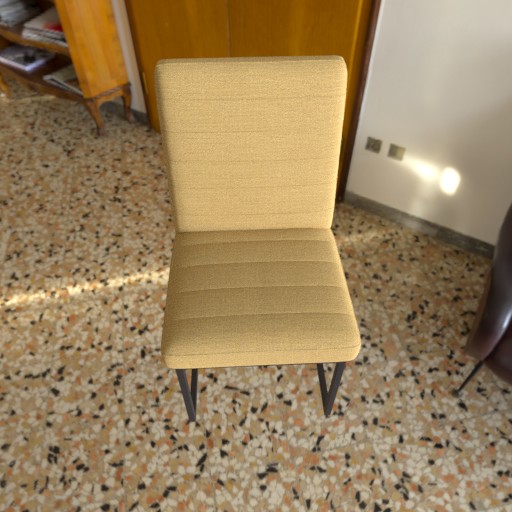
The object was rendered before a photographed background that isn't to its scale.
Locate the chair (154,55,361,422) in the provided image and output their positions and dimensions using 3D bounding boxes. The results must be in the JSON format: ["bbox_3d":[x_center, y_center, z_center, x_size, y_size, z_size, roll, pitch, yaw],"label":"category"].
[{"bbox_3d":[0.000,0.000,1.316,0.520,0.930,0.634,-2,47,-2],"label":"chair"}]
